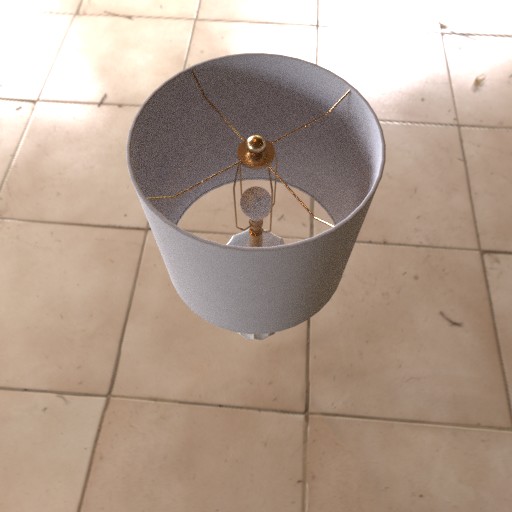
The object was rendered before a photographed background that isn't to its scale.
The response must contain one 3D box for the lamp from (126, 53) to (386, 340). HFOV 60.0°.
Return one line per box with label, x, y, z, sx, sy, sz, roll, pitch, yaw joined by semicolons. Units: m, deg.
lamp;0.000;0.000;0.712;0.277;0.537;0.277;3;62;2
